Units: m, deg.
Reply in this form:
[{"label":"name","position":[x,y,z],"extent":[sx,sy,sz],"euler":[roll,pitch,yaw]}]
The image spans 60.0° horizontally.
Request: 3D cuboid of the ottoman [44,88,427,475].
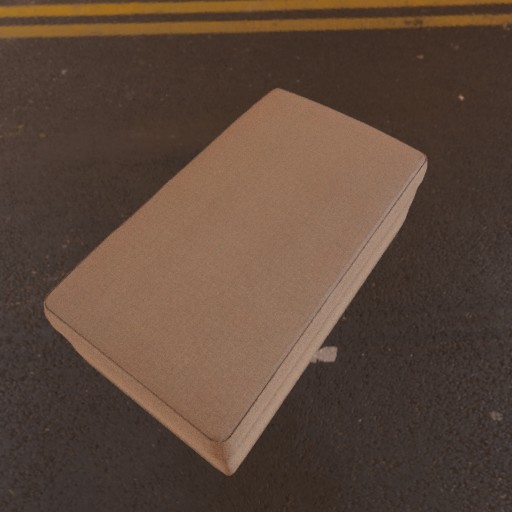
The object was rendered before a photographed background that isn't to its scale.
[{"label":"ottoman","position":[0.000,0.000,1.416],"extent":[0.617,0.448,1.097],"euler":[31,63,18]}]
